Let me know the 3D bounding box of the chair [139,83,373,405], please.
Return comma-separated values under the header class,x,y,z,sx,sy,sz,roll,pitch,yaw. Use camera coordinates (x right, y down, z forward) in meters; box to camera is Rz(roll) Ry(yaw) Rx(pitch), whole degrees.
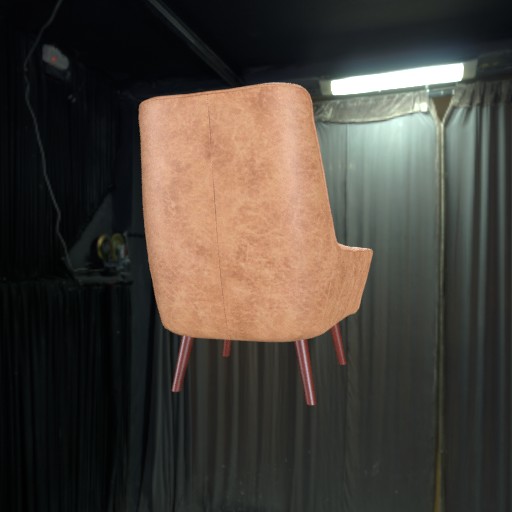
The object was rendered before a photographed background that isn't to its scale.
class,x,y,z,sx,sy,sz,roll,pitch,yaw
chair,0.000,0.000,1.543,0.753,0.883,0.851,0,0,17
